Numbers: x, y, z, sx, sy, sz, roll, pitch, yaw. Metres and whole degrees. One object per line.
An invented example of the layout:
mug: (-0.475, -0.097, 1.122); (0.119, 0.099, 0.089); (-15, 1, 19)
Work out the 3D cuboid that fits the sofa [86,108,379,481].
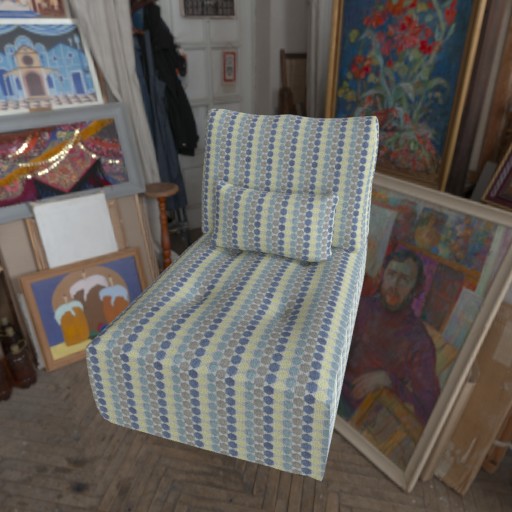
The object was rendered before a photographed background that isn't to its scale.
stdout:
sofa: (0.000, 0.000, 1.520); (0.700, 0.820, 1.000); (8, 28, 16)
